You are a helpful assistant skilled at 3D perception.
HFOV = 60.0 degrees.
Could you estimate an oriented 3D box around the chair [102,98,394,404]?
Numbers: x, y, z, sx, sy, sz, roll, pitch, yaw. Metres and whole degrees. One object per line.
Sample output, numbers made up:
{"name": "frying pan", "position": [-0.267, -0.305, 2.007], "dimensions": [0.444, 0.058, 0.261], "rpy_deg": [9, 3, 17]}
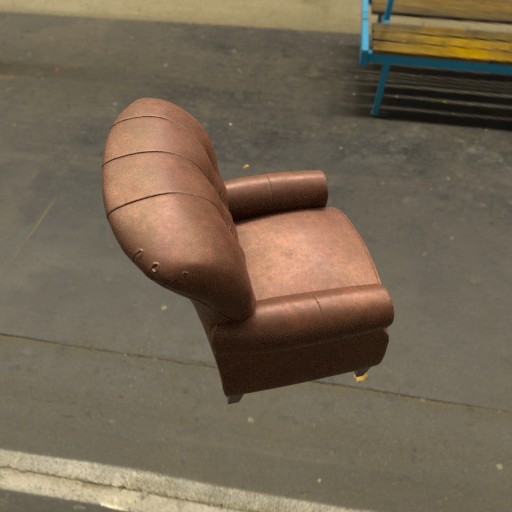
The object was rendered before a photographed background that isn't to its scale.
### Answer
{"name": "chair", "position": [0.000, 0.000, 1.914], "dimensions": [1.031, 1.162, 0.979], "rpy_deg": [-9, 48, -9]}
